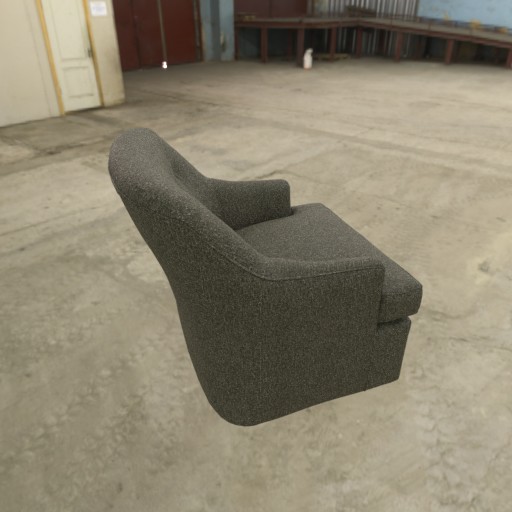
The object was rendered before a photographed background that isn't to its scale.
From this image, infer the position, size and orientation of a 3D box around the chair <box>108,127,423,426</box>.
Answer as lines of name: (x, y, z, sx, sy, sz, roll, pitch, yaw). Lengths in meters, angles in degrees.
chair: (0.000, 0.000, 1.621, 0.923, 0.856, 0.864, -10, 31, -17)
